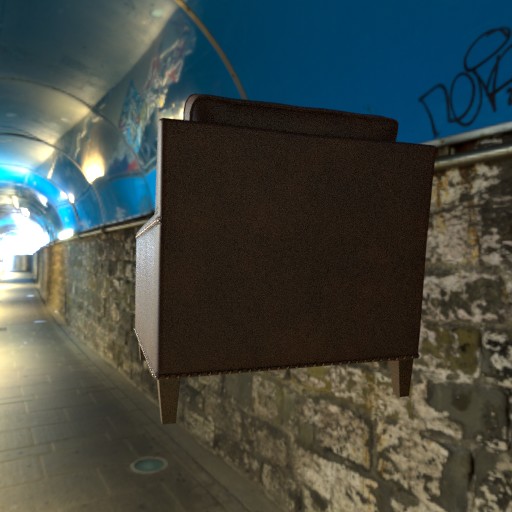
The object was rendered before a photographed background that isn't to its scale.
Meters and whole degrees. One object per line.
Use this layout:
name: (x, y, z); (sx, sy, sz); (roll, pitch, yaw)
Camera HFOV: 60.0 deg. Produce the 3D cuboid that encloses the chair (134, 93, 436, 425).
chair: (0.000, 0.000, 1.705); (0.853, 0.929, 1.014); (0, -1, -19)
